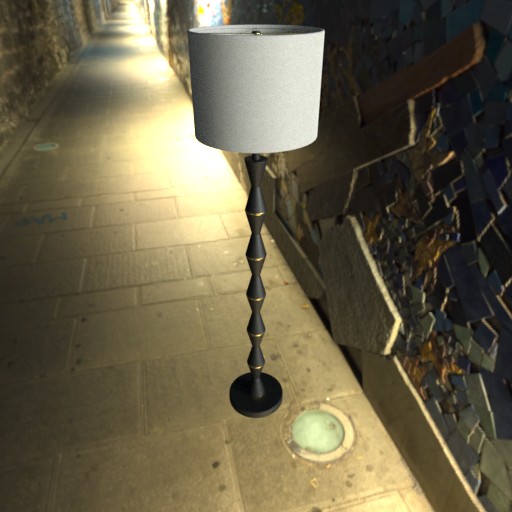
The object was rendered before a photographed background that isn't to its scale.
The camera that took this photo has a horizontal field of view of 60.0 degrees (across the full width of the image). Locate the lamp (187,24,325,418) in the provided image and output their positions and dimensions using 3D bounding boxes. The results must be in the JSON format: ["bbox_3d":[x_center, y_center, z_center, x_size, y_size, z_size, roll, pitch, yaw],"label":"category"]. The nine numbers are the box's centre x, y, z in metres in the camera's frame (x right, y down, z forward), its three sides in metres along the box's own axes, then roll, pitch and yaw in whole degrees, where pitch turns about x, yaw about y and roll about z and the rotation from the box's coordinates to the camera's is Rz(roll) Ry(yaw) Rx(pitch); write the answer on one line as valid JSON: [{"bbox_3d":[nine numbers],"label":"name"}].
[{"bbox_3d":[0.000,0.000,1.621,0.381,1.480,0.381,1,31,1],"label":"lamp"}]
